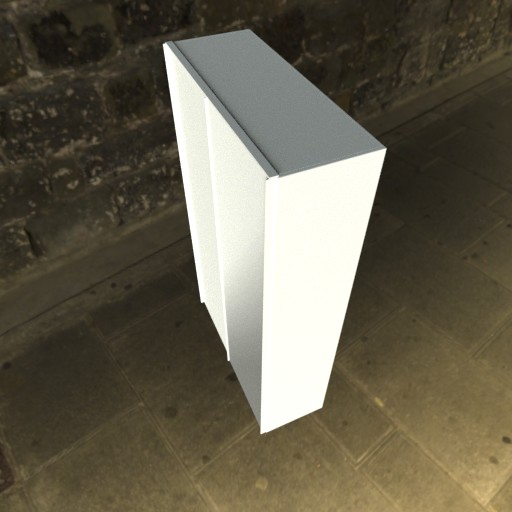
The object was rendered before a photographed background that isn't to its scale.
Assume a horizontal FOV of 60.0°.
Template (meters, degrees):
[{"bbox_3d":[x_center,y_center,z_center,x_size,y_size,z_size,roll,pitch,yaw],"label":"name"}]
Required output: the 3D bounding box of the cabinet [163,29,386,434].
[{"bbox_3d":[0.000,0.000,2.710,0.480,2.160,1.250,-18,49,-16],"label":"cabinet"}]
